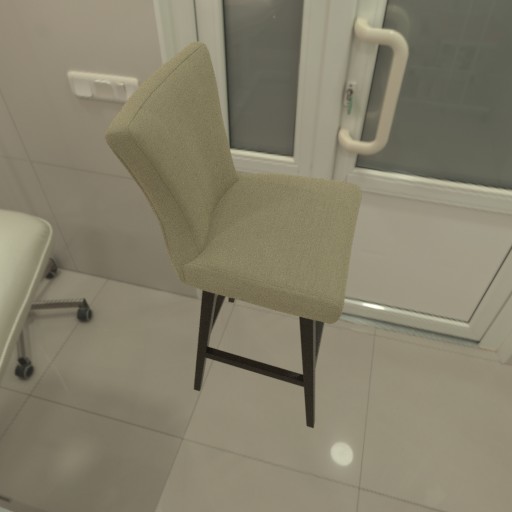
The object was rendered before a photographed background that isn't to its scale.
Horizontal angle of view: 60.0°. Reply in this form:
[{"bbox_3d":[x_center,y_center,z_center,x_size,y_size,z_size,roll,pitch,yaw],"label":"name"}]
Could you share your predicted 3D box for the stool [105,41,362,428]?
[{"bbox_3d":[0.000,0.000,1.393,0.574,1.086,0.514,11,47,10],"label":"stool"}]
